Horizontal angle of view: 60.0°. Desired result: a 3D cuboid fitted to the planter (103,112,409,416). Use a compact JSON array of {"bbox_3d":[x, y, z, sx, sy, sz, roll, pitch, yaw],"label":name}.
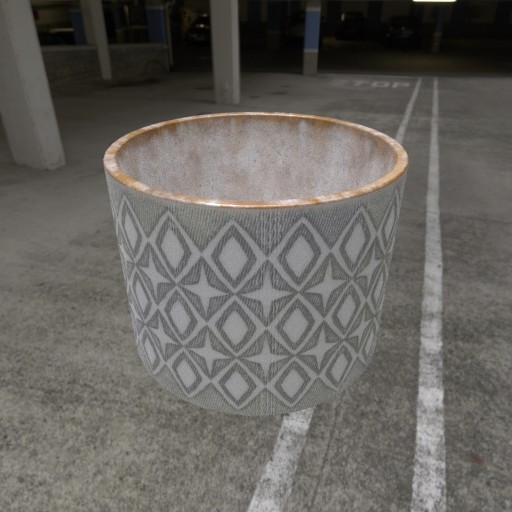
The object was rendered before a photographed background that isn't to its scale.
[{"bbox_3d":[0.000,0.000,0.441,0.255,0.223,0.255,0,31,0],"label":"planter"}]
